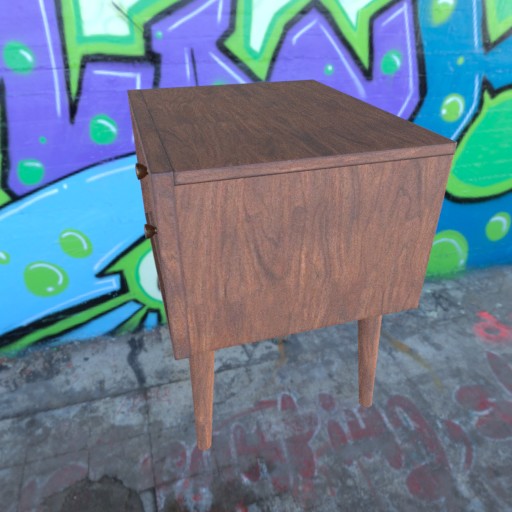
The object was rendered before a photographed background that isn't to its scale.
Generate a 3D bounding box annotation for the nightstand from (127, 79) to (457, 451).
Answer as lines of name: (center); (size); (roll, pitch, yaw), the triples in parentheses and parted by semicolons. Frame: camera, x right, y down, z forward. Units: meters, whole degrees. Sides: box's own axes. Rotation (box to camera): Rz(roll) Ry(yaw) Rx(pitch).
nightstand: (0.000, 0.000, 0.949); (0.445, 0.607, 0.521); (-9, 33, -14)
